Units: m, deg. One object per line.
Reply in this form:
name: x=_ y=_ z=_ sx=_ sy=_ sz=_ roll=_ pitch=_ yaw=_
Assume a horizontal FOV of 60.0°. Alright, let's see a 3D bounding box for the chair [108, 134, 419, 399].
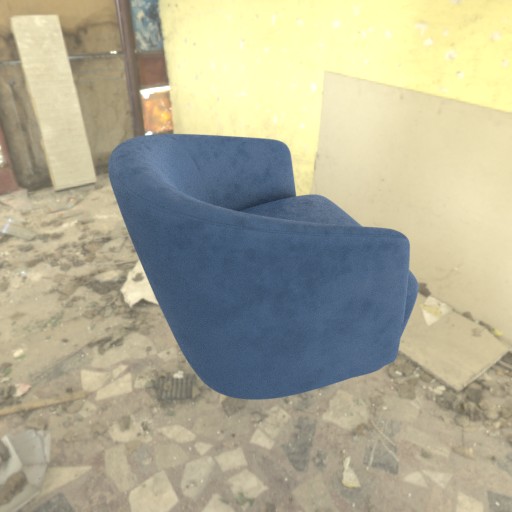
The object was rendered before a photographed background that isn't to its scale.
chair: x=0.000 y=0.000 z=1.358 sx=0.767 sy=0.698 sz=0.773 roll=-10 pitch=32 yaw=-16
